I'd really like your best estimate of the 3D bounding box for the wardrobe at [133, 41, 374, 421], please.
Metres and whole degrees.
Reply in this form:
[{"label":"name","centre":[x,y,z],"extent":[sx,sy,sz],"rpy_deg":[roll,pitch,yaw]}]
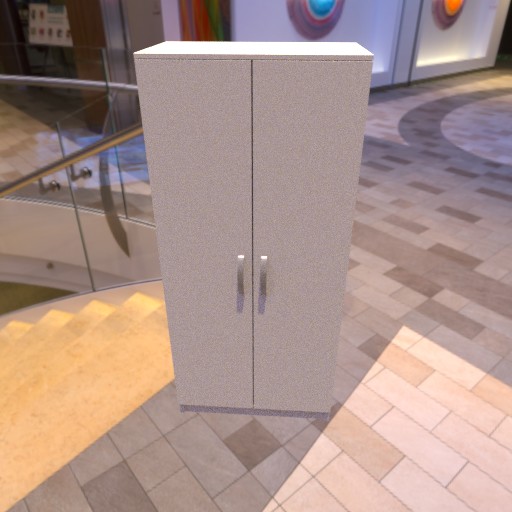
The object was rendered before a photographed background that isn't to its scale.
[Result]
[{"label":"wardrobe","centre":[0.000,0.000,1.992],"extent":[0.760,1.700,0.470],"rpy_deg":[2,30,3]}]
